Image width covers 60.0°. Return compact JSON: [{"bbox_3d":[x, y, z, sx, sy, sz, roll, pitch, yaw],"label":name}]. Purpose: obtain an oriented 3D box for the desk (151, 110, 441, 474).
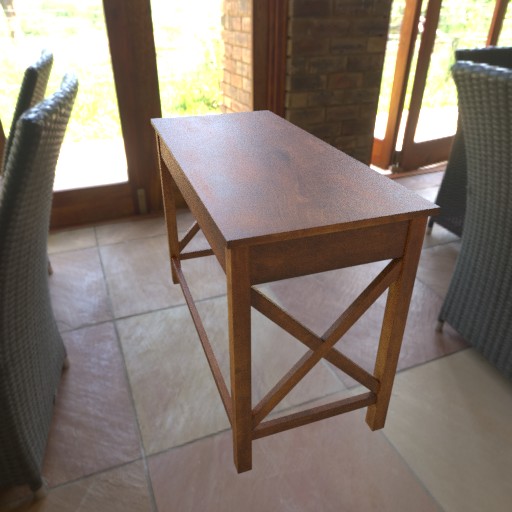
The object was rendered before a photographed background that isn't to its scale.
[{"bbox_3d":[0.000,0.000,1.582,0.508,0.762,1.117,-10,31,-17],"label":"desk"}]
